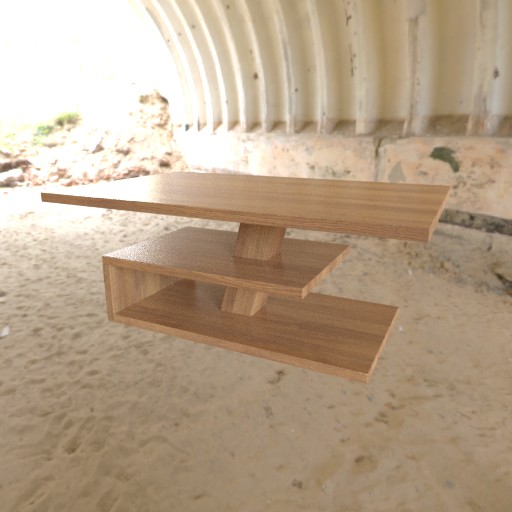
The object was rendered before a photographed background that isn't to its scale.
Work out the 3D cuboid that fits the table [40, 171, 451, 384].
[{"bbox_3d":[0.000,0.000,1.462,1.100,0.442,0.700,8,18,25],"label":"table"}]
